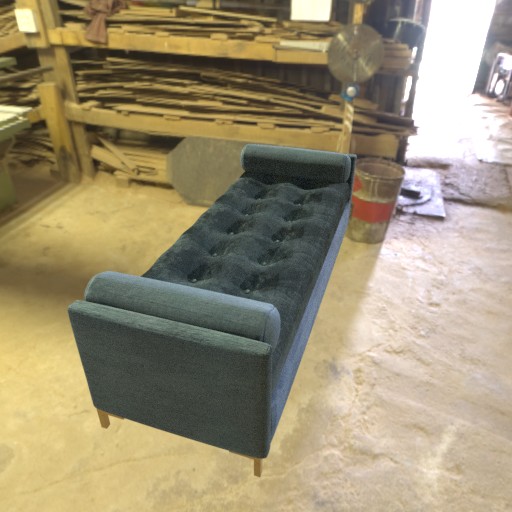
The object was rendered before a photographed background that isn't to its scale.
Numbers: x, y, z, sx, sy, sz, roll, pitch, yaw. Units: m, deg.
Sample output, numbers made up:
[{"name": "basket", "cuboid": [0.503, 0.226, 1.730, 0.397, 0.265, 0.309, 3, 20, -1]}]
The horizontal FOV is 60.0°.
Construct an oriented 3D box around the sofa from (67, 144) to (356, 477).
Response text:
[{"name": "sofa", "cuboid": [0.000, 0.000, 2.491, 0.796, 0.705, 2.102, 10, 33, 16]}]
